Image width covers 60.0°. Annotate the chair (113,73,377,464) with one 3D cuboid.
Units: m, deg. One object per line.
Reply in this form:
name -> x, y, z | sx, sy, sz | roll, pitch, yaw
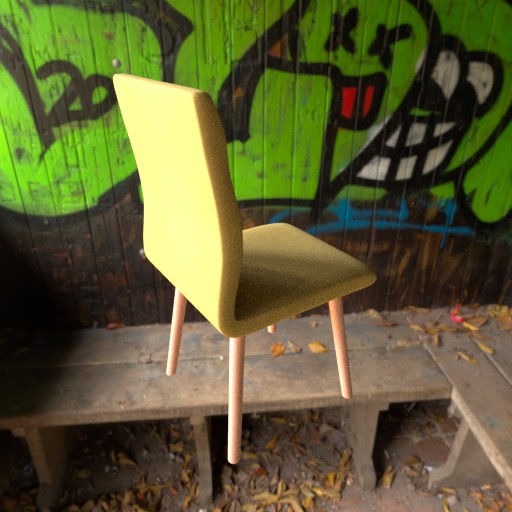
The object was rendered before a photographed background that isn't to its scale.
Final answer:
chair -> 0.000, 0.000, 1.269 | 0.550, 0.965, 0.450 | -17, 32, -30
